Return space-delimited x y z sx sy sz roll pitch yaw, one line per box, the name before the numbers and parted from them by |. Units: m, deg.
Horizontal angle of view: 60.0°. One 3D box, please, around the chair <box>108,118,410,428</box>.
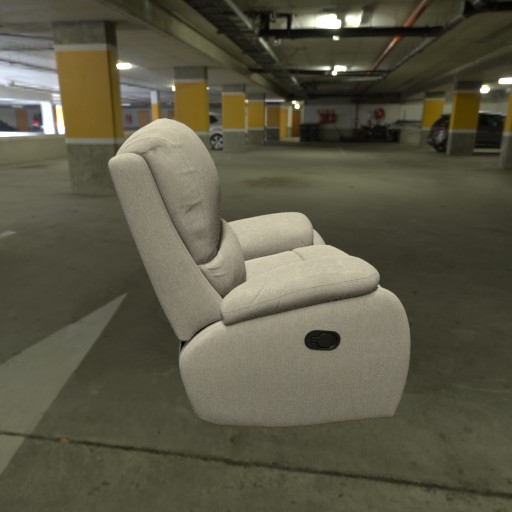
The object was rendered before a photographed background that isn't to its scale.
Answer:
chair | 0.000 0.000 1.706 0.899 1.011 0.930 -3 17 -9
